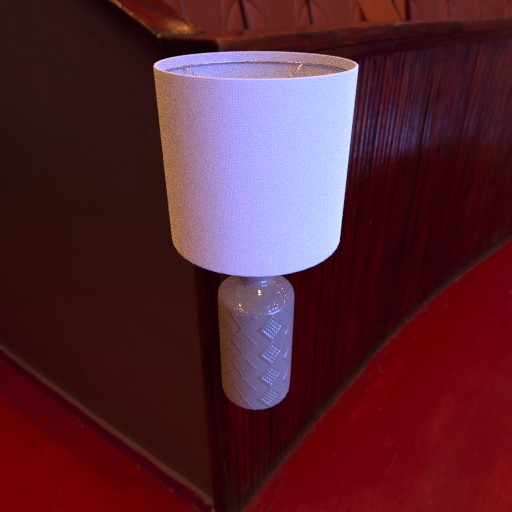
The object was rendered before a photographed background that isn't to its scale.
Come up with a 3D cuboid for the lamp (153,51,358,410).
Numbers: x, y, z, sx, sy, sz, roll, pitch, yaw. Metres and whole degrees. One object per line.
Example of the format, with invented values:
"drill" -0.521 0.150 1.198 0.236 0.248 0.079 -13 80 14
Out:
"lamp" 0.000 0.000 0.572 0.207 0.461 0.207 19 35 29
